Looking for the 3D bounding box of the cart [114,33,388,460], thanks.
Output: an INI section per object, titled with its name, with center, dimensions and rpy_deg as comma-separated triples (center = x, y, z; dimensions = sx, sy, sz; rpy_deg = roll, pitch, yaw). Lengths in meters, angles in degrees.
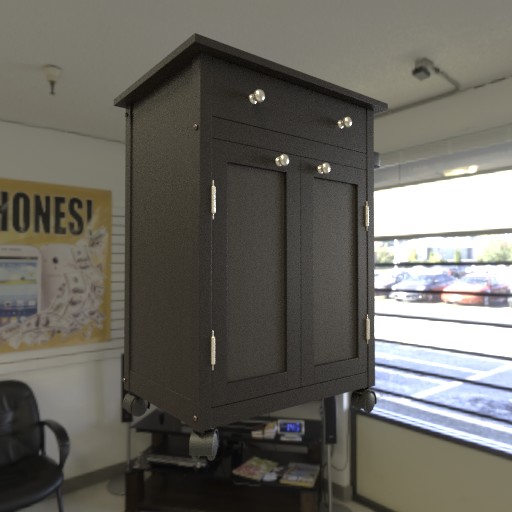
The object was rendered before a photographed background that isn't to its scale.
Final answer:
[cart]
center = 0.000, 0.000, 1.260
dimensions = 0.660, 0.879, 0.456
rpy_deg = 1, -2, -38
